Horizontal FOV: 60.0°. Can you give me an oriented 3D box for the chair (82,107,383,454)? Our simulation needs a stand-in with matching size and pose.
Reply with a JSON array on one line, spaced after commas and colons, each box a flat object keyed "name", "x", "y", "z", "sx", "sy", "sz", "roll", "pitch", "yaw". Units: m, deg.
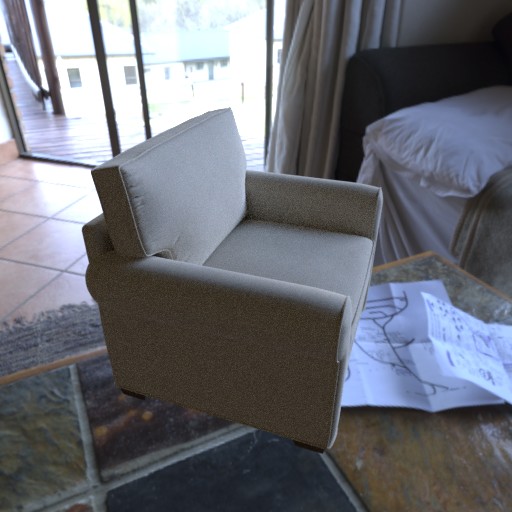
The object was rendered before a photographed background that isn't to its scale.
[{"name": "chair", "x": 0.000, "y": 0.000, "z": 1.743, "sx": 0.863, "sy": 0.955, "sz": 1.040, "roll": 10, "pitch": 32, "yaw": 17}]
